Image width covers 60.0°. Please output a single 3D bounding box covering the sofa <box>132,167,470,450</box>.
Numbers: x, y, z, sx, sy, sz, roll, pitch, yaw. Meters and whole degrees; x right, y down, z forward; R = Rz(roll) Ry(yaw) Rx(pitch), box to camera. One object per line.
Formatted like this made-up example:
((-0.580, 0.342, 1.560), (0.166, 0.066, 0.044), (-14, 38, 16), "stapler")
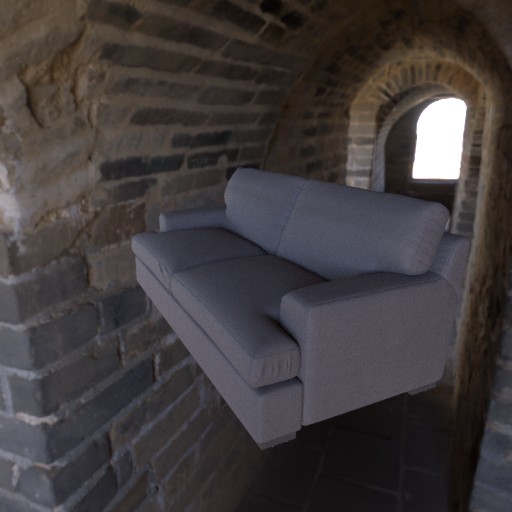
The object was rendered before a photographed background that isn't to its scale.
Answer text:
((0.000, 0.000, 2.818), (1.140, 0.950, 2.271), (-8, 18, -26), "sofa")
